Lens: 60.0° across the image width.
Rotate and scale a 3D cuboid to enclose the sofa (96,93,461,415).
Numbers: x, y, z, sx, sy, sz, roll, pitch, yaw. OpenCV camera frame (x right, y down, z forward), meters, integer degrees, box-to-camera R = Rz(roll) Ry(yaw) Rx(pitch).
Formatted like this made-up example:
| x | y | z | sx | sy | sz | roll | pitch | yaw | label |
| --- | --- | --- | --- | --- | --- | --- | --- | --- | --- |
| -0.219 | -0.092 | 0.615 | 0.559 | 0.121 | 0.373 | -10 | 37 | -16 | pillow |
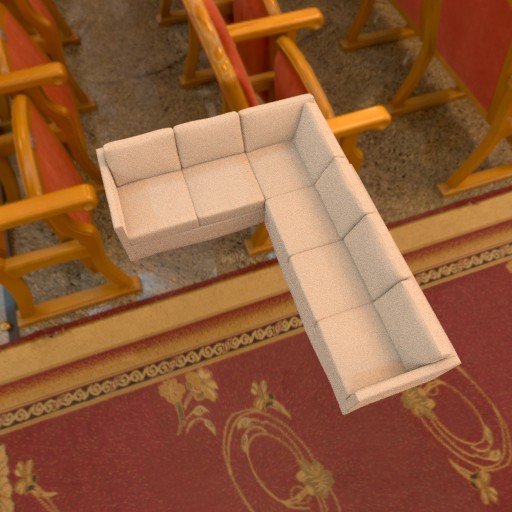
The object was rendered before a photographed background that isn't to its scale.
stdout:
| x | y | z | sx | sy | sz | roll | pitch | yaw | label |
| --- | --- | --- | --- | --- | --- | --- | --- | --- | --- |
| 0.000 | 0.000 | 4.290 | 2.432 | 0.871 | 3.182 | -17 | 64 | -9 | sofa |
